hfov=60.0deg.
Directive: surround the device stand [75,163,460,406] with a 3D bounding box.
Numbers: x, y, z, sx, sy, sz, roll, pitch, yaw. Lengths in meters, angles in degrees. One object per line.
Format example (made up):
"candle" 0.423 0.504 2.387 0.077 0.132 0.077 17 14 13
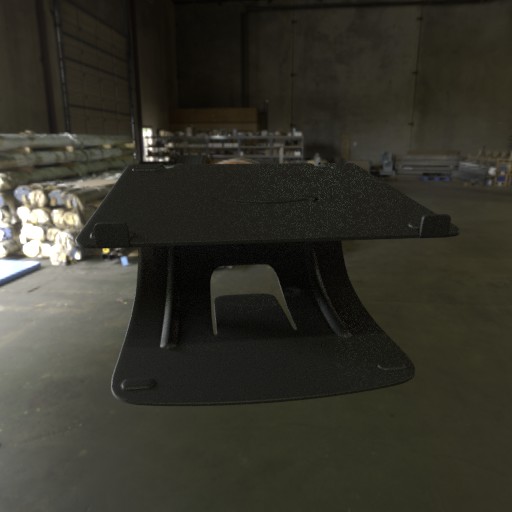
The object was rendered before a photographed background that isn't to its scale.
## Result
"device stand" 0.000 0.000 0.403 0.256 0.155 0.236 -2 15 -8
